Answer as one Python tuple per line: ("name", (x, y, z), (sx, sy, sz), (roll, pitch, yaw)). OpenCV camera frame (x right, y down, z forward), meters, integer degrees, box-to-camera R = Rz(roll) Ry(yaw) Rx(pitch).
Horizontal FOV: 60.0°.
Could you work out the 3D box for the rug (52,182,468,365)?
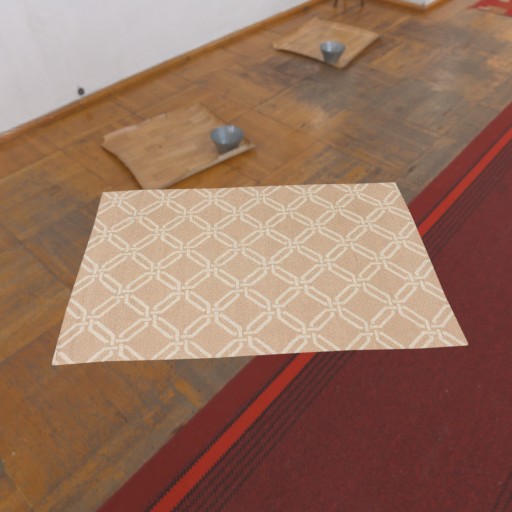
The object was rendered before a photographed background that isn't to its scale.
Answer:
("rug", (0.000, 0.000, 2.229), (1.745, 0.010, 1.146), (-2, 46, -2))
